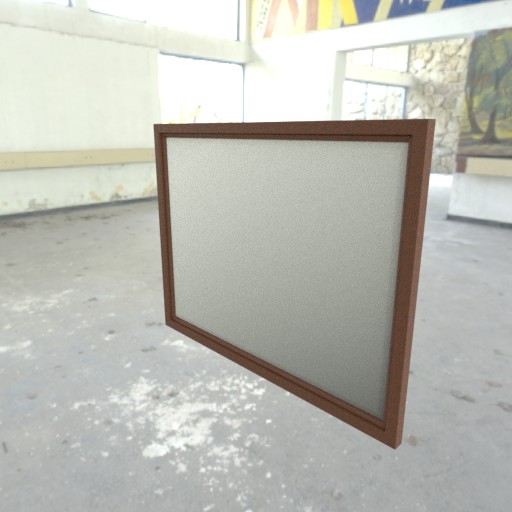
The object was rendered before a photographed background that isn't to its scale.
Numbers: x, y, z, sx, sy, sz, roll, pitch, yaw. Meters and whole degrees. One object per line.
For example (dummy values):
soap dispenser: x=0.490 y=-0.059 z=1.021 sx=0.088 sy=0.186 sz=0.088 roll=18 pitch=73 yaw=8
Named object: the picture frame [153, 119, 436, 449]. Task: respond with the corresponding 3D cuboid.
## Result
picture frame: x=0.000 y=0.000 z=1.759 sx=0.045 sy=1.018 sz=1.329 roll=-15 pitch=22 yaw=-42
